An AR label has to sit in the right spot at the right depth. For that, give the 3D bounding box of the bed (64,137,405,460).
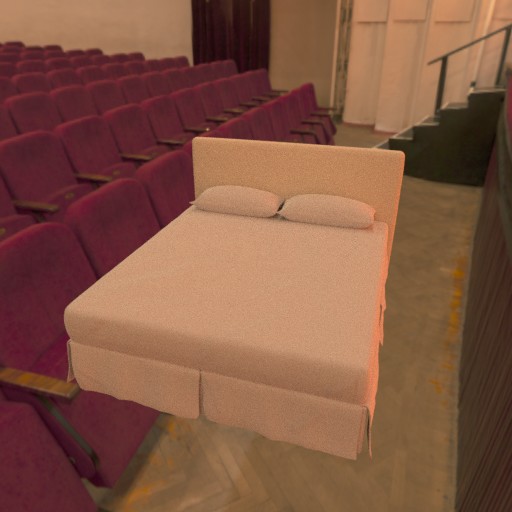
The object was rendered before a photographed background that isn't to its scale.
[{"bbox_3d":[0.000,0.000,3.534,2.119,1.317,2.341,8,28,15],"label":"bed"}]
